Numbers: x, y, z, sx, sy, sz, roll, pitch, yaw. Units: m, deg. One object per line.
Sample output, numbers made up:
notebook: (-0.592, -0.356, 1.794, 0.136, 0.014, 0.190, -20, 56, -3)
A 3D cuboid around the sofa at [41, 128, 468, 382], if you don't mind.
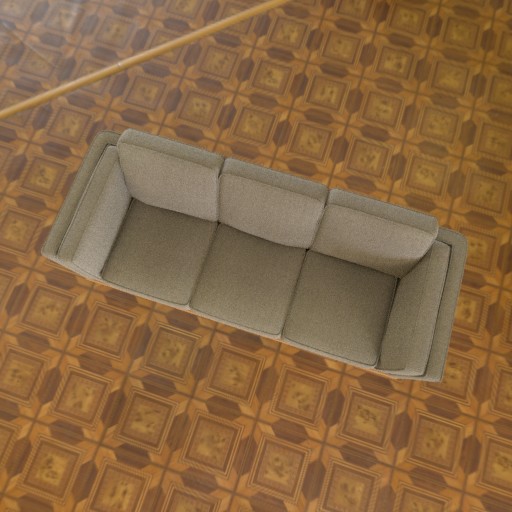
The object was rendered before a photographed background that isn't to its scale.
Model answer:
sofa: (0.000, 0.000, 2.785, 2.362, 0.899, 0.903, 17, 75, 5)
